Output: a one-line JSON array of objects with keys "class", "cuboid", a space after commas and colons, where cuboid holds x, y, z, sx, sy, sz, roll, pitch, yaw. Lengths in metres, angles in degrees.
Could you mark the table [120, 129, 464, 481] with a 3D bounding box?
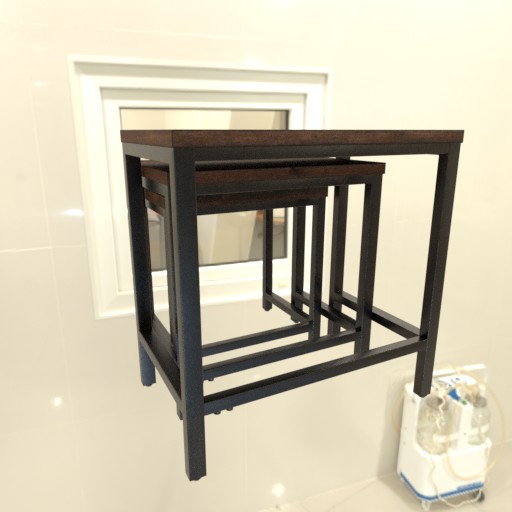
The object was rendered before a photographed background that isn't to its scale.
[{"class": "table", "cuboid": [0.000, 0.000, 1.126, 0.608, 0.616, 0.660, -8, 18, -26]}]
